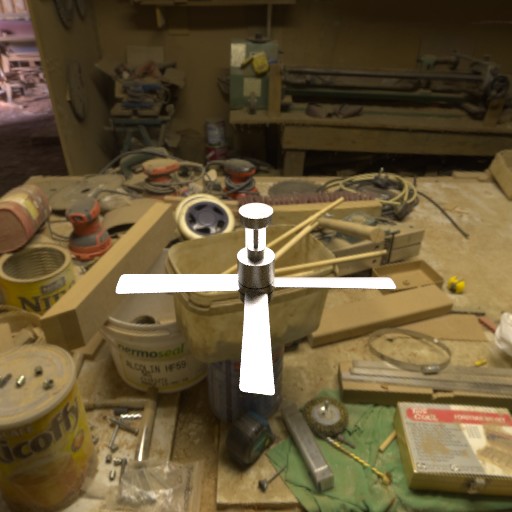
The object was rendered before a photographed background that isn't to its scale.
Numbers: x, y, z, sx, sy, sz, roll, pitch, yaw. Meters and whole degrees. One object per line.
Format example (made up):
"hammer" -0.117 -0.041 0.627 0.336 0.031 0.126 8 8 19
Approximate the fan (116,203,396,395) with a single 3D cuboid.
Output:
"fan" 0.000 0.000 2.356 1.525 0.539 1.525 0 33 0
